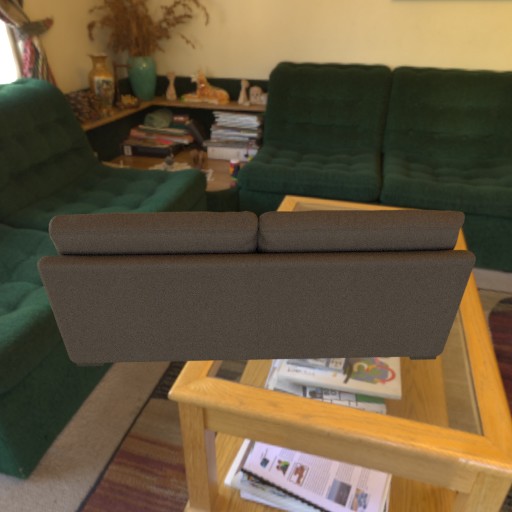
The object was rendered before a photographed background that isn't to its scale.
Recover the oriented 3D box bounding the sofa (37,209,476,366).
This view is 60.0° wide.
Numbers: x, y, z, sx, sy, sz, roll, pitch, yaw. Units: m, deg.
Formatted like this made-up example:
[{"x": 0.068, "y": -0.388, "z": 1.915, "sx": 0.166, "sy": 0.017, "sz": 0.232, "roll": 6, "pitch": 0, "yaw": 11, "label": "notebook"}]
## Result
[{"x": 0.000, "y": 0.000, "z": 2.829, "sx": 2.271, "sy": 0.950, "sz": 1.140, "roll": -1, "pitch": 30, "yaw": -1, "label": "sofa"}]
